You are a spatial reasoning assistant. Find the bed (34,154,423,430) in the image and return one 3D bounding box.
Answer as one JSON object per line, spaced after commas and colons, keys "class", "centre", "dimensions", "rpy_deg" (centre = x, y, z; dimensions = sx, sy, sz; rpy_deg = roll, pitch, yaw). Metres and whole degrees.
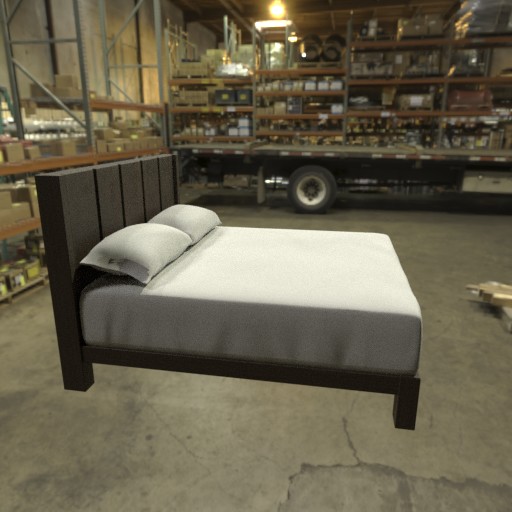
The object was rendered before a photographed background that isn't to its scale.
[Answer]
{"class": "bed", "centre": [0.000, 0.000, 3.094], "dimensions": [1.992, 1.261, 1.735], "rpy_deg": [3, 17, 10]}
